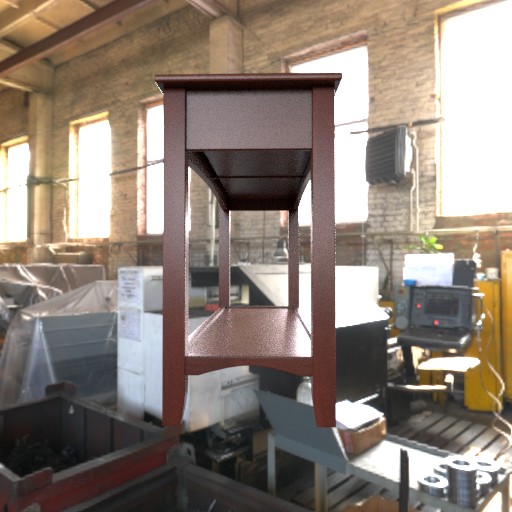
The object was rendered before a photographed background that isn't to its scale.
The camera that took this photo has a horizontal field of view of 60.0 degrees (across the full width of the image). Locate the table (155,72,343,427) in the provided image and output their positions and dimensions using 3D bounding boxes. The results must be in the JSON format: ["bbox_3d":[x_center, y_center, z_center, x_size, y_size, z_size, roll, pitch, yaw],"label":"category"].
[{"bbox_3d":[0.000,0.000,1.504,0.392,0.739,1.188,0,-1,2],"label":"table"}]
